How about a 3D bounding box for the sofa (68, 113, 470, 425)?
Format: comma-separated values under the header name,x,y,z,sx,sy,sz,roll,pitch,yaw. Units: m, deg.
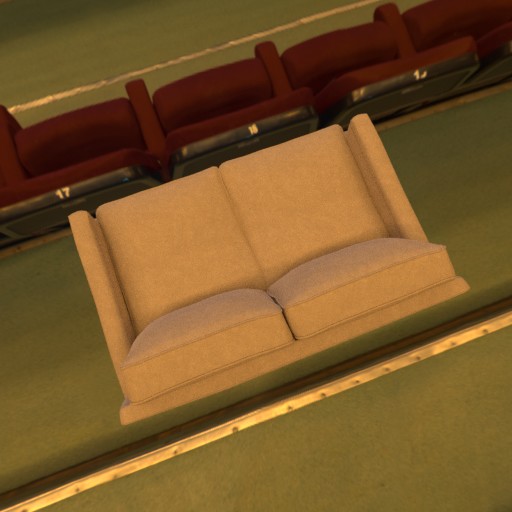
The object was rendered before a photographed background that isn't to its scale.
name,x,y,z,sx,sy,sz,roll,pitch,yaw
sofa,0.000,0.000,2.220,1.597,1.002,1.084,-20,77,-5
